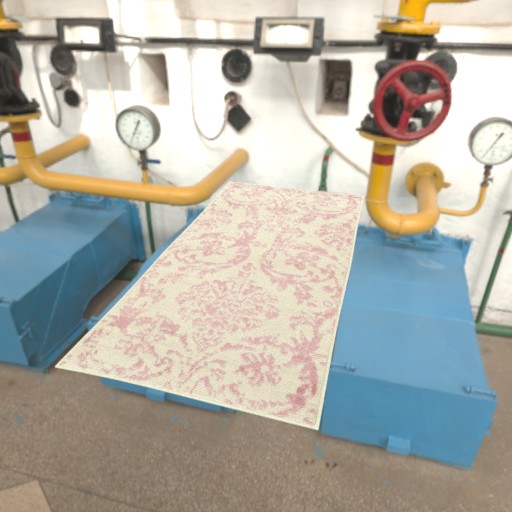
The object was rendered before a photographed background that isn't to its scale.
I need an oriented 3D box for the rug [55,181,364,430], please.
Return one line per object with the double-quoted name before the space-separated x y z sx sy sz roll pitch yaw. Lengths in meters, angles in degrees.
"rug" 0.000 0.000 1.439 0.604 0.007 1.219 8 31 14
